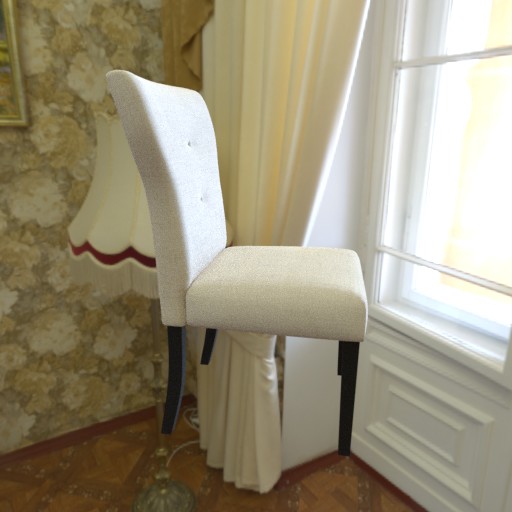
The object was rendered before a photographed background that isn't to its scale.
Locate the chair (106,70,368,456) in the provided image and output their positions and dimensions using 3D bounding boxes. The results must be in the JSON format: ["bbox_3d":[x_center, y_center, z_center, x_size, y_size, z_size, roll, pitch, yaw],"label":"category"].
[{"bbox_3d":[0.000,0.000,1.238,0.597,0.921,0.509,3,16,9],"label":"chair"}]
